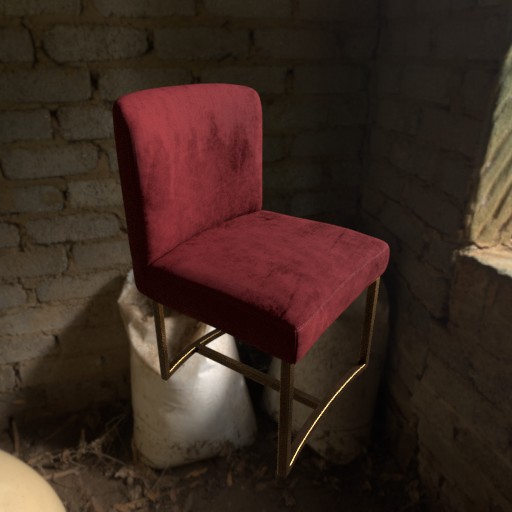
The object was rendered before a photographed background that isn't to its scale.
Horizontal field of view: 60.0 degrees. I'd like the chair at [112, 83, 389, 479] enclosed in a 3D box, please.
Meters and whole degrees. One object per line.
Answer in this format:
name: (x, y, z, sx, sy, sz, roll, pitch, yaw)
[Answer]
chair: (0.000, 0.000, 1.176, 0.560, 0.824, 0.530, 17, 30, 31)
